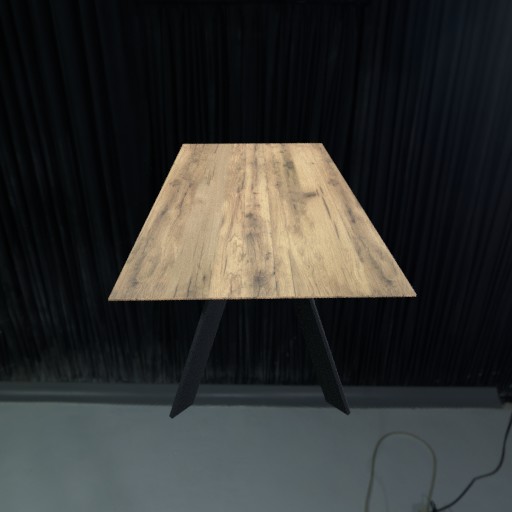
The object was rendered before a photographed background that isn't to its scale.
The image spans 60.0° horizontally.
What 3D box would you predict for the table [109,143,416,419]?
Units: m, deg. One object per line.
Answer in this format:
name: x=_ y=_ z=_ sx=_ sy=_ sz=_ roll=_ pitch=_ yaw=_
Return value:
table: x=0.000 y=0.000 z=2.501 sx=1.000 sy=0.770 sz=2.000 roll=-1 pitch=28 yaw=-1
